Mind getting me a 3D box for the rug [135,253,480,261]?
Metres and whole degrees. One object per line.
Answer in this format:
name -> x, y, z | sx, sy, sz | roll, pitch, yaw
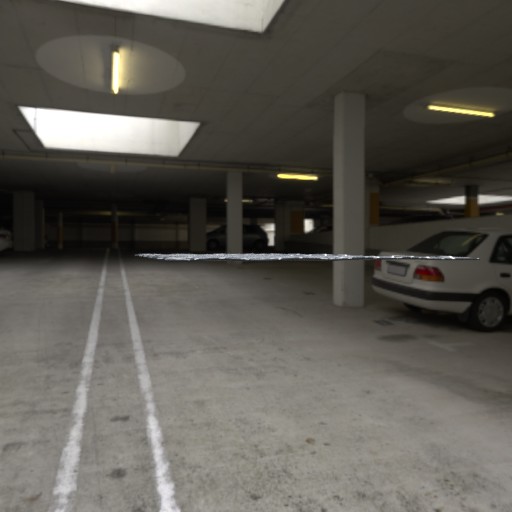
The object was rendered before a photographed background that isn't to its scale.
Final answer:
rug -> 0.000, 0.000, 3.105 | 1.529, 0.017, 2.448 | 0, 1, -18
